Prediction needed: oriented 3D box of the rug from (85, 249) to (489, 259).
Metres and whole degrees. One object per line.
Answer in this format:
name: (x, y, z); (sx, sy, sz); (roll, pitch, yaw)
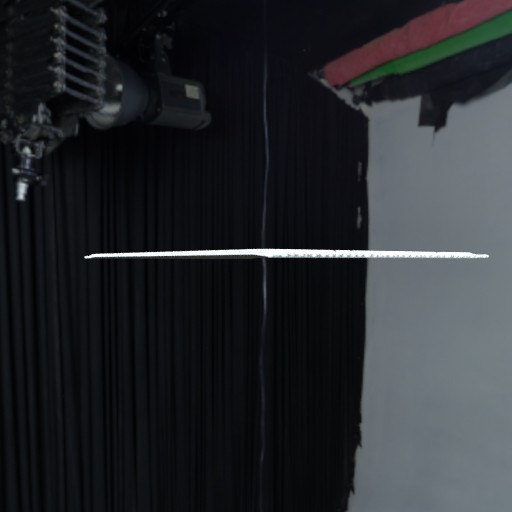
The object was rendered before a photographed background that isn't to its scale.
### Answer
rug: (0.000, 0.000, 2.876); (1.494, 0.031, 2.307); (0, -1, -37)
